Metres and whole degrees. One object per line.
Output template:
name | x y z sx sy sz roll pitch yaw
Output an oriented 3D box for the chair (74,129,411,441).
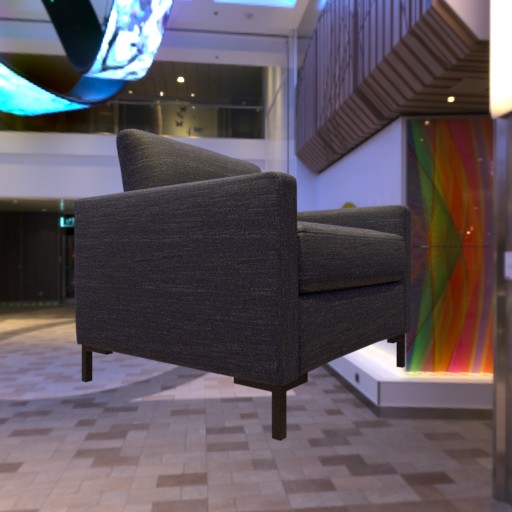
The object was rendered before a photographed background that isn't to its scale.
chair | 0.000 0.000 1.619 0.866 0.861 0.963 0 0 37
